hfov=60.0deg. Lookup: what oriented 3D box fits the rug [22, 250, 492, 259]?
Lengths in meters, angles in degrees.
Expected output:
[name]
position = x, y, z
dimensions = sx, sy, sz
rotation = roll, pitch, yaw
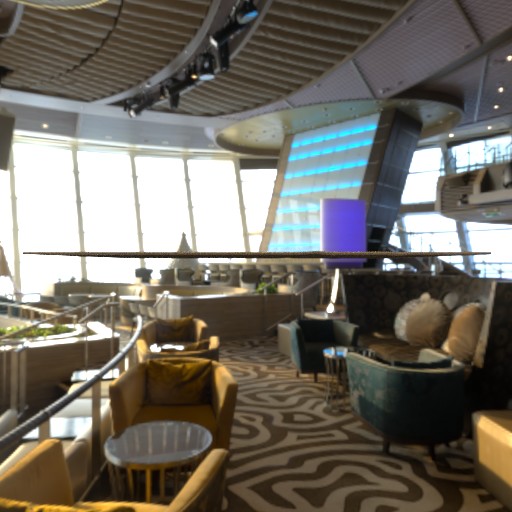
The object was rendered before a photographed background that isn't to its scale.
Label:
[rug]
position = 0.000, 0.000, 4.788
dimensions = 3.659, 0.037, 2.734
rotation = 0, -1, -1
